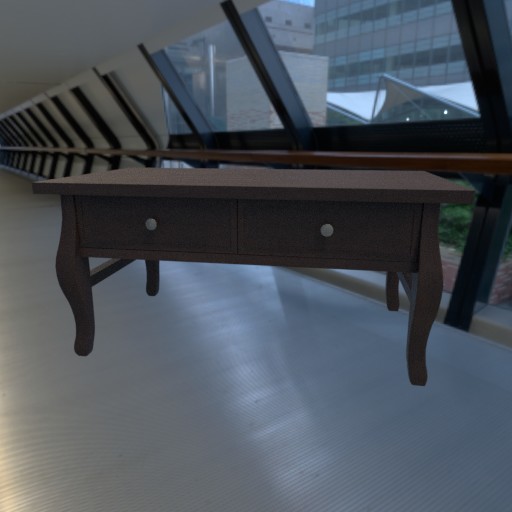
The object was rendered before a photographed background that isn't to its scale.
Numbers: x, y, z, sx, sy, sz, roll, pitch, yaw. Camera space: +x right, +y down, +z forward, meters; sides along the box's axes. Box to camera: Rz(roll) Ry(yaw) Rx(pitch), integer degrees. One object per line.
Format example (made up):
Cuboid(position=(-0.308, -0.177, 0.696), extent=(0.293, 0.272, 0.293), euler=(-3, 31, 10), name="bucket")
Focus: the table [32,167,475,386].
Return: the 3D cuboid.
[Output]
Cuboid(position=(0.000, 0.000, 1.384), extent=(1.062, 0.494, 0.600), euler=(3, 15, 9), name="table")
